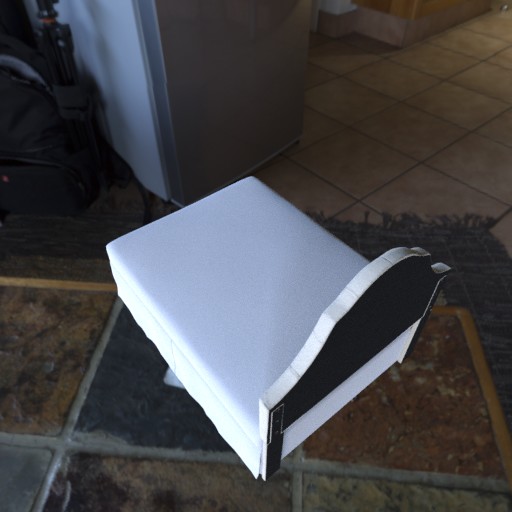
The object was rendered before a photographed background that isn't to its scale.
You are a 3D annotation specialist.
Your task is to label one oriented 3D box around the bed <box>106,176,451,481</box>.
[{"bbox_3d":[0.000,0.000,3.234,1.627,1.575,2.092,-30,53,-26],"label":"bed"}]
